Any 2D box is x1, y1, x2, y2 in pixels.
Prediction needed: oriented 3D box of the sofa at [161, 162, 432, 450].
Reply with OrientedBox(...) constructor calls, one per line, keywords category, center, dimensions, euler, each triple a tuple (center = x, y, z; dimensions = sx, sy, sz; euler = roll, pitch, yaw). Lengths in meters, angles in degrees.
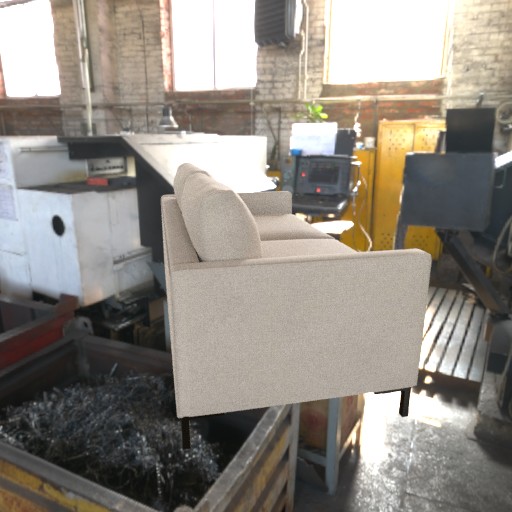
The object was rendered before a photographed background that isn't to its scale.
OrientedBox(category="sofa", center=(0.000, 0.000, 2.189), dimensions=(0.875, 0.840, 1.682), euler=(-3, 16, -12))
